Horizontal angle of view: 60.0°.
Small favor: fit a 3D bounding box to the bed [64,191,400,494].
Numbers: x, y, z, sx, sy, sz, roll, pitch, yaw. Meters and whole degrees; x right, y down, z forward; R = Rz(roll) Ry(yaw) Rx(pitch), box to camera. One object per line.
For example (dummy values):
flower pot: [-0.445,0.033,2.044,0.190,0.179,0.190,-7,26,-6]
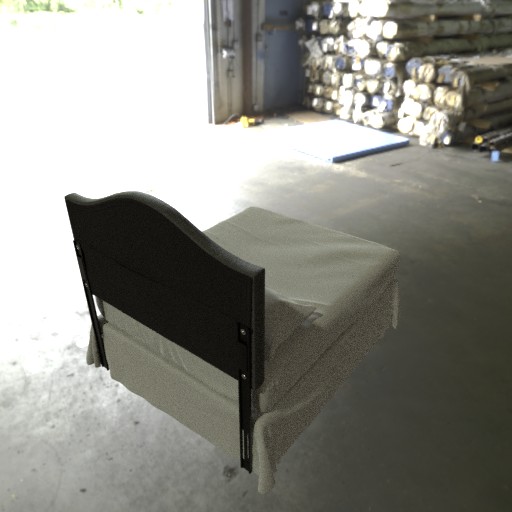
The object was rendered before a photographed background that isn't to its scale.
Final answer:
bed: [0.000,0.000,3.470,1.876,1.645,2.221,21,36,32]
